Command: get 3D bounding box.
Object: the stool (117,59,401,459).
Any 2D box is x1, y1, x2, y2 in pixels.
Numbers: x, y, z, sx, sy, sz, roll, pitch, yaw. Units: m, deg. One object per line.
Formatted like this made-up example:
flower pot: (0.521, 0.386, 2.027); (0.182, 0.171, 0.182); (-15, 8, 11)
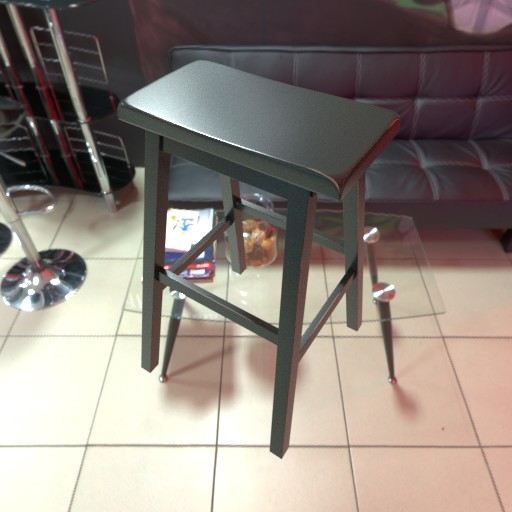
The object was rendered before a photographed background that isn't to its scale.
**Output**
stool: (0.000, 0.000, 1.033); (0.457, 0.737, 0.476); (25, 50, 23)
